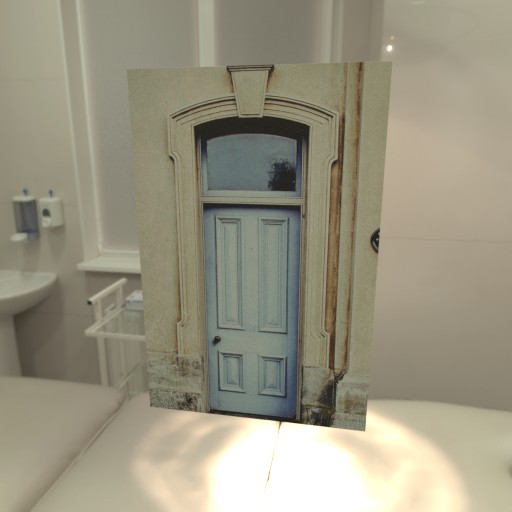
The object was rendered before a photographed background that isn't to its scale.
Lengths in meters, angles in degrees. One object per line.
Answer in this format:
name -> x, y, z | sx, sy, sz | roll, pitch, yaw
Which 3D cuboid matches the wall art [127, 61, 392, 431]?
wall art -> 0.000, 0.000, 0.484 | 0.254, 0.381, 0.038 | 3, 15, 10
